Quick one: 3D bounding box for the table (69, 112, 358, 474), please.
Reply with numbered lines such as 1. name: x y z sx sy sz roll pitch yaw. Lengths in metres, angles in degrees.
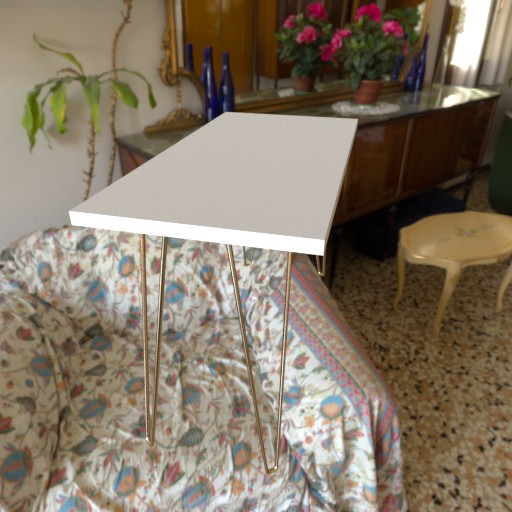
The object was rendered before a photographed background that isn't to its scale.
1. table: 0.000 0.000 1.383 0.498 0.660 0.991 7 30 13
